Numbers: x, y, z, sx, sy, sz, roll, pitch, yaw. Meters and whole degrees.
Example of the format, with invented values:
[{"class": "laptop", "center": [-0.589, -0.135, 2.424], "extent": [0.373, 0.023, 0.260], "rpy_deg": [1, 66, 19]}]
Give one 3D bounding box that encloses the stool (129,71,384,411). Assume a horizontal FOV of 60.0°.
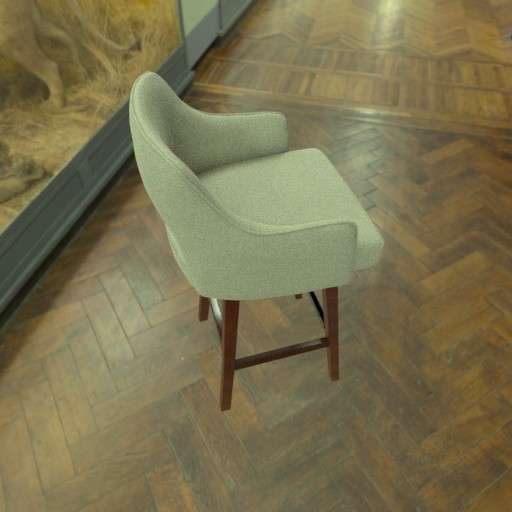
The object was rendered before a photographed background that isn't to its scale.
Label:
[{"class": "stool", "center": [0.000, 0.000, 1.340], "extent": [0.560, 1.041, 0.550], "rpy_deg": [-12, 47, -11]}]
